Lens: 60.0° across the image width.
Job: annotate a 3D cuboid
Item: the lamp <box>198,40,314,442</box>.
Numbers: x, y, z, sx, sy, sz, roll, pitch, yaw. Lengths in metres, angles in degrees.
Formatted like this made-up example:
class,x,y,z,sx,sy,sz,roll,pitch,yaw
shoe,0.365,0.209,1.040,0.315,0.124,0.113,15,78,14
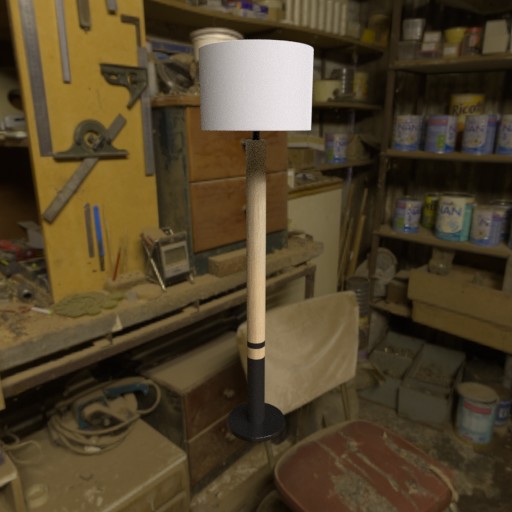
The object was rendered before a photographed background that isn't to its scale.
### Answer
class,x,y,z,sx,sy,sz,roll,pitch,yaw
lamp,0.000,0.000,1.679,0.381,1.478,0.381,15,22,42
